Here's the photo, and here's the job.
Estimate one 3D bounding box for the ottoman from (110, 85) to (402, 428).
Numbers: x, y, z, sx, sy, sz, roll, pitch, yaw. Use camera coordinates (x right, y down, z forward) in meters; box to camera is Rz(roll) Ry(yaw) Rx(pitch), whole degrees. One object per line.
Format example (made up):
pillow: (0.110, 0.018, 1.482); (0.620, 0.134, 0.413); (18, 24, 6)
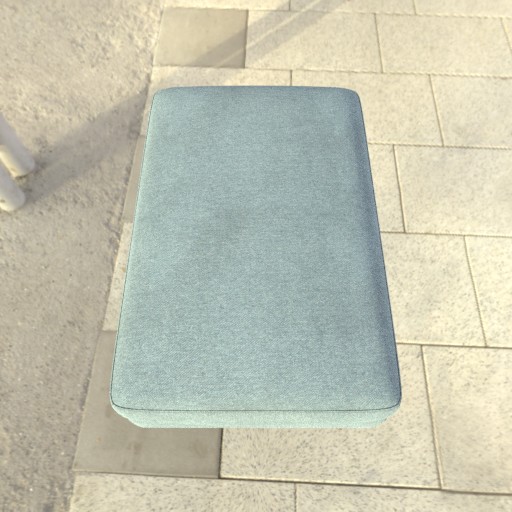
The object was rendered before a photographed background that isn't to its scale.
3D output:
ottoman: (0.000, 0.000, 1.179); (0.584, 0.483, 0.864); (0, 63, 0)
